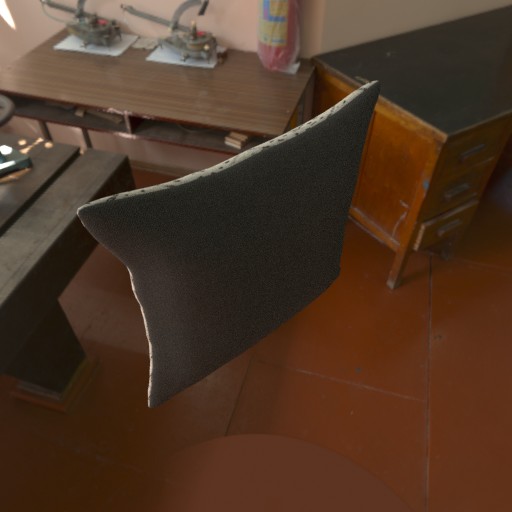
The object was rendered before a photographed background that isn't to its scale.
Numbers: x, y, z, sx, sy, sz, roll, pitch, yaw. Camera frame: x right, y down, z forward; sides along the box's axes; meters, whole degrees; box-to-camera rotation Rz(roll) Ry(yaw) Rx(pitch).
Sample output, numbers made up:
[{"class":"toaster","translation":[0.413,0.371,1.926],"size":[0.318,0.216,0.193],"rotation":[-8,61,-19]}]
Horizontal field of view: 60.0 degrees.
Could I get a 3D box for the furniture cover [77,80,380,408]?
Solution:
[{"class":"furniture cover","translation":[0.000,0.000,0.782],"size":[0.525,0.498,0.180],"rotation":[-31,54,-26]}]
